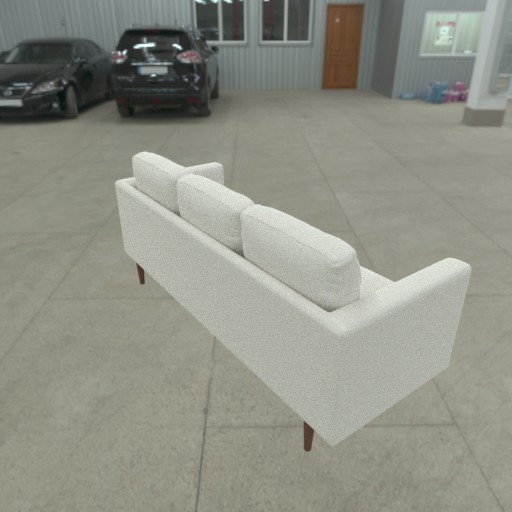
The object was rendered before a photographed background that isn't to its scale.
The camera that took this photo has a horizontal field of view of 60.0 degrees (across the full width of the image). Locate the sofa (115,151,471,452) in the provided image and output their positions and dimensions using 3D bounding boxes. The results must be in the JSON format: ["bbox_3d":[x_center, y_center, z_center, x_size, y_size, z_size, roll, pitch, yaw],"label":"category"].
[{"bbox_3d":[0.000,0.000,2.462,0.802,0.912,2.029,-18,32,-32],"label":"sofa"}]
